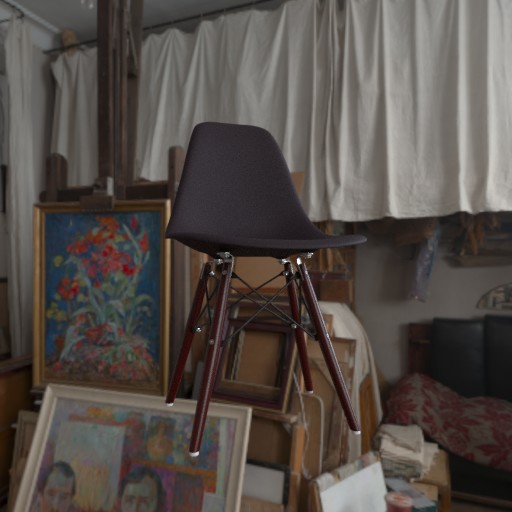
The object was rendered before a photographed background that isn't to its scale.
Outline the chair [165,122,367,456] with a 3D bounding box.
[{"bbox_3d":[0.000,0.000,1.144,0.470,0.826,0.533,0,0,-18],"label":"chair"}]
